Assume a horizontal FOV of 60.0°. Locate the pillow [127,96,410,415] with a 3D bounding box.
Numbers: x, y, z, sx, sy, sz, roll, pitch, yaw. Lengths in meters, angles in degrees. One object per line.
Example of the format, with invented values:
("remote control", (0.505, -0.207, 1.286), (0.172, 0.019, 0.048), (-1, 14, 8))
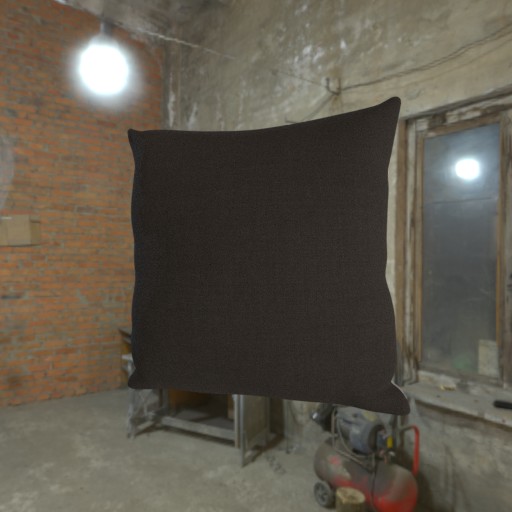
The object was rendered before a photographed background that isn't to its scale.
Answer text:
("pillow", (0.000, 0.000, 0.767), (0.503, 0.496, 0.208), (0, -1, 17))
